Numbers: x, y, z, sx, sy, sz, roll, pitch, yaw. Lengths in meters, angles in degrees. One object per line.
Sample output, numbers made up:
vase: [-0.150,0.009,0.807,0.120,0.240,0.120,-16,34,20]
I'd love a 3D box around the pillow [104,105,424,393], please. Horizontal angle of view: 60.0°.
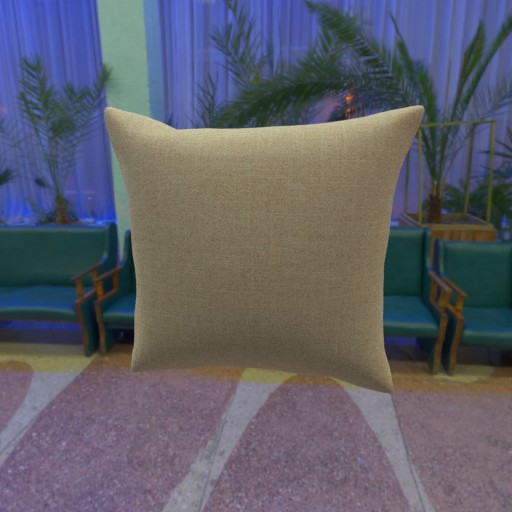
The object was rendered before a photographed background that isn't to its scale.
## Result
pillow: [0.000,0.000,0.622,0.414,0.399,0.173,2,16,8]
